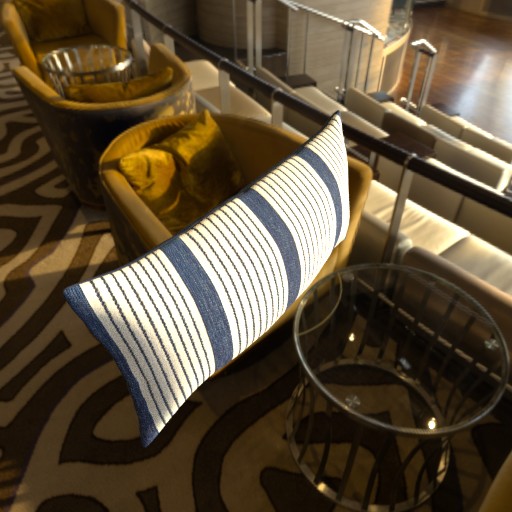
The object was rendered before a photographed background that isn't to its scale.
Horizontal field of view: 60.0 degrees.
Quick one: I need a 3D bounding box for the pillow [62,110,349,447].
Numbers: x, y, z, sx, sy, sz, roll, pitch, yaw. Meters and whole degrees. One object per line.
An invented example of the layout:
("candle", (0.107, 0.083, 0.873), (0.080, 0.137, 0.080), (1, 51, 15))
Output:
("pillow", (0.000, 0.000, 0.739), (0.156, 0.292, 0.608), (26, 48, 27))
